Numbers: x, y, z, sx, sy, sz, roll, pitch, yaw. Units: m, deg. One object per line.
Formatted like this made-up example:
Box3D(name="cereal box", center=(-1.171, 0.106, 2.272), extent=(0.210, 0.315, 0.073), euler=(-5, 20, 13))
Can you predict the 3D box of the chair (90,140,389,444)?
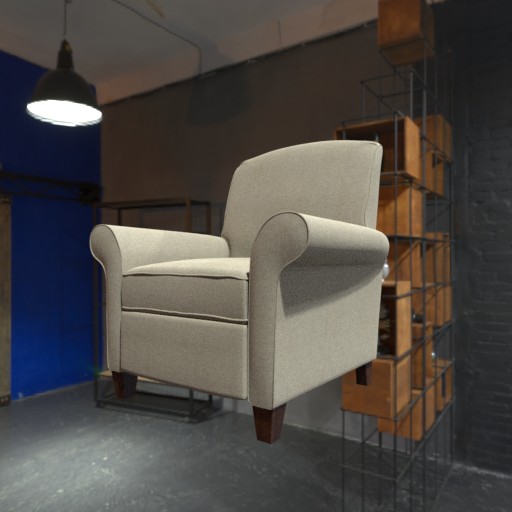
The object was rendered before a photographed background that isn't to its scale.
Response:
Box3D(name="chair", center=(0.000, 0.000, 1.787), extent=(0.978, 1.061, 0.905), euler=(0, 0, 36))
